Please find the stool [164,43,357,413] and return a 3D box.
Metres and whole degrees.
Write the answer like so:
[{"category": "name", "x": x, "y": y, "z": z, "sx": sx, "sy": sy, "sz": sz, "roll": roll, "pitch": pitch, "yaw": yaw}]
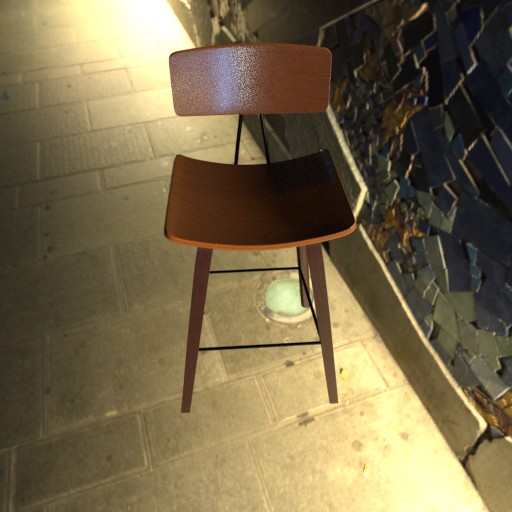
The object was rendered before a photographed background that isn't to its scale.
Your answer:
[{"category": "stool", "x": 0.000, "y": 0.000, "z": 1.225, "sx": 0.509, "sy": 0.969, "sz": 0.440, "roll": -3, "pitch": 47, "yaw": -3}]
